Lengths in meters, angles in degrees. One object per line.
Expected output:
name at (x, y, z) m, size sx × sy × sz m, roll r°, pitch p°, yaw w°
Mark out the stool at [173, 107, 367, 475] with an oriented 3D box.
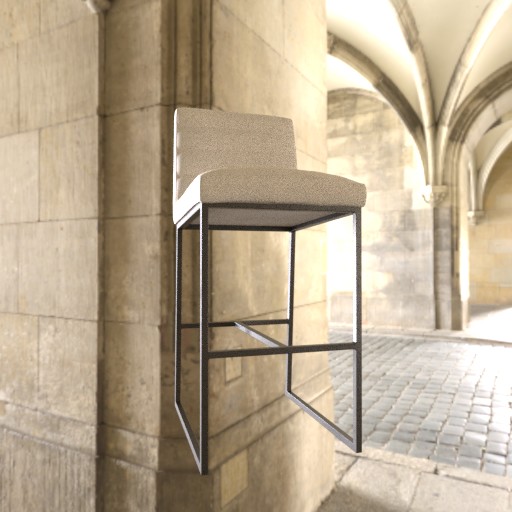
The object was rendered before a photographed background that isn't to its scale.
stool at (0.000, 0.000, 1.387) m, size 0.464 × 1.061 × 0.573 m, roll 0°, pitch -1°, yaw -17°
